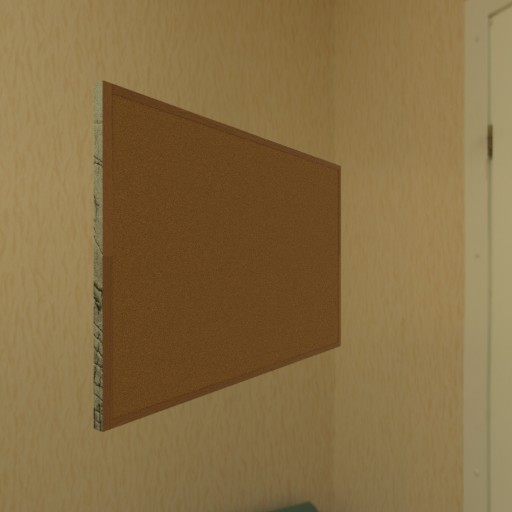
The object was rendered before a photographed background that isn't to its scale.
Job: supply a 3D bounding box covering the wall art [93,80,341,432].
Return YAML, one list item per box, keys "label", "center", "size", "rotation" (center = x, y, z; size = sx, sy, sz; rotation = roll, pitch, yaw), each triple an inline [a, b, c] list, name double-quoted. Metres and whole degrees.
- label: "wall art"
  center: [0.000, 0.000, 1.419]
  size: [0.035, 0.758, 1.141]
  rotation: [0, 0, 37]
